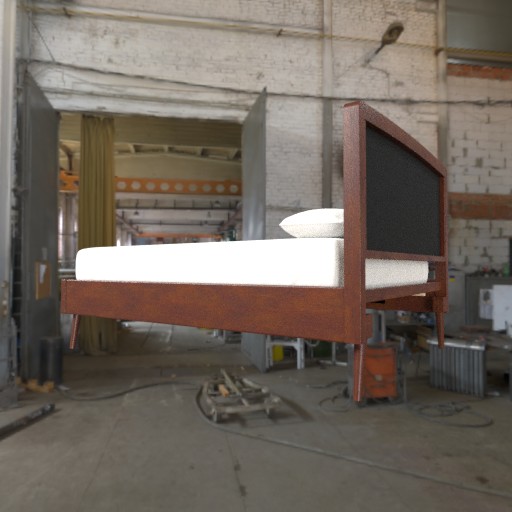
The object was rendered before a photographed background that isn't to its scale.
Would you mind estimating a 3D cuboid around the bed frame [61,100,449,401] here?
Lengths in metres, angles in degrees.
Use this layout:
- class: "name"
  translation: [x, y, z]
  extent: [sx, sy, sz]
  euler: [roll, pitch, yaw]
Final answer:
- class: "bed frame"
  translation: [0.000, 0.000, 3.085]
  extent: [2.171, 1.279, 1.587]
  euler: [-1, -2, 35]
